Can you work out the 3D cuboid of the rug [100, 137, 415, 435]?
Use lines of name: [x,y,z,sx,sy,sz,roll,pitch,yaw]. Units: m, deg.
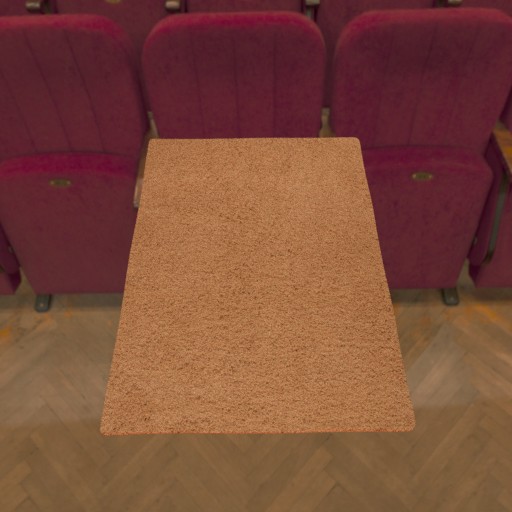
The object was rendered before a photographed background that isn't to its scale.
rug: [0.000,0.000,2.112,1.199,0.025,1.600,-1,57,0]
